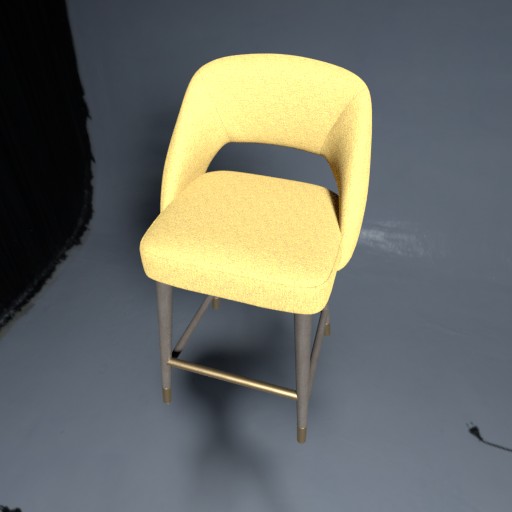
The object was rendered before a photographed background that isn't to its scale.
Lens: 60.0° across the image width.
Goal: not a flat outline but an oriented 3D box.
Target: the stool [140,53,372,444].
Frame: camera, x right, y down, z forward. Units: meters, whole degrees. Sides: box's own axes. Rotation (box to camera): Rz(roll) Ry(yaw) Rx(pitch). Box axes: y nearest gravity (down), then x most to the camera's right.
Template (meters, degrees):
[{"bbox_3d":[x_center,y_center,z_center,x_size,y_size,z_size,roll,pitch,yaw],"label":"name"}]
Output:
[{"bbox_3d":[0.000,0.000,1.246,0.536,0.939,0.522,12,42,13],"label":"stool"}]
